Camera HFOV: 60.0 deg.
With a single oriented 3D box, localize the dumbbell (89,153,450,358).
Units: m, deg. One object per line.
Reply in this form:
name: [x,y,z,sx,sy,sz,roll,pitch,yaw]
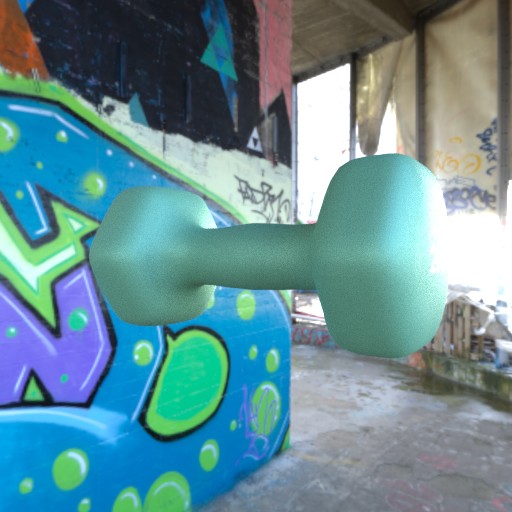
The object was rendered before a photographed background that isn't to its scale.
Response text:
dumbbell: [0.000,0.000,0.328,0.260,0.117,0.129,0,0,35]
